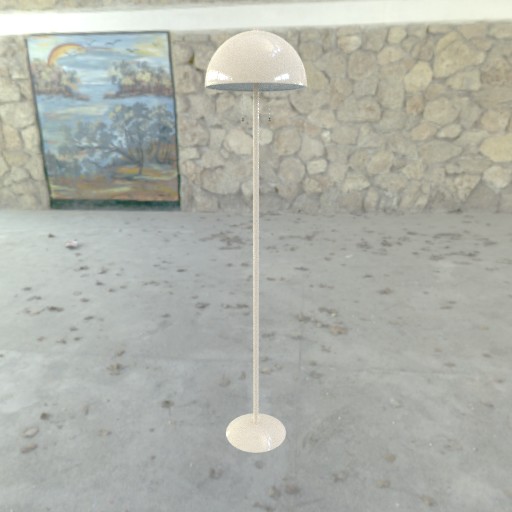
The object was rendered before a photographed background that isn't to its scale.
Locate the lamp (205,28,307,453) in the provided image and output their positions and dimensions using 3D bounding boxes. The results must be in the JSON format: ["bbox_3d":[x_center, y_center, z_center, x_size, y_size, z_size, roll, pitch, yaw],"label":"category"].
[{"bbox_3d":[0.000,0.000,1.589,0.328,1.480,0.328,2,16,7],"label":"lamp"}]
